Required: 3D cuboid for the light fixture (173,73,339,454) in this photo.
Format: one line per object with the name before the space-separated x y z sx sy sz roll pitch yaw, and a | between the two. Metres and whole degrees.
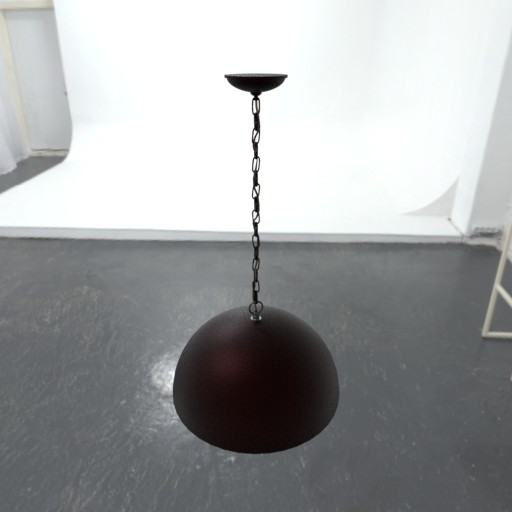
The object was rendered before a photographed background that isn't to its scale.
light fixture | 0.000 0.000 1.148 0.492 0.869 0.492 -7 26 -15
